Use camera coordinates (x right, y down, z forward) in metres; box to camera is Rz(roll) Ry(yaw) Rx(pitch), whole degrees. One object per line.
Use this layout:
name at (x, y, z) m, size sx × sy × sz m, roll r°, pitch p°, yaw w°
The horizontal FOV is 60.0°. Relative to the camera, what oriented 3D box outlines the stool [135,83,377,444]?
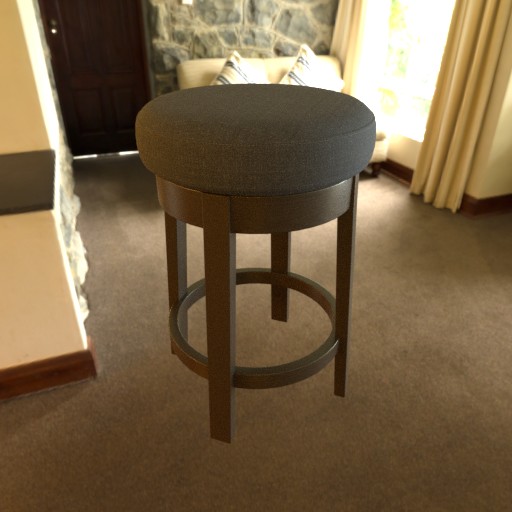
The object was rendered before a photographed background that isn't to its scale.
stool at (0.000, 0.000, 0.945) m, size 0.449 × 0.655 × 0.449 m, roll 0°, pitch 30°, yaw 0°
